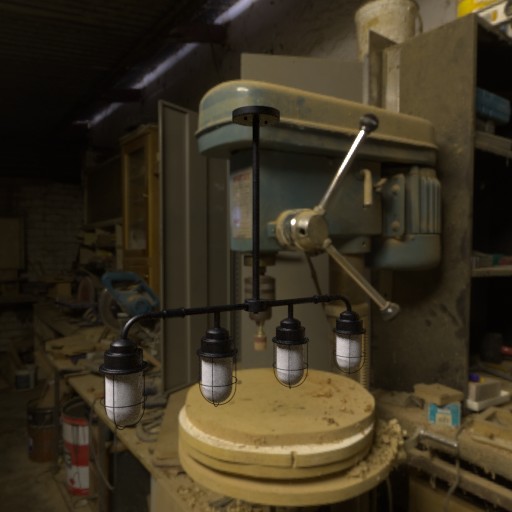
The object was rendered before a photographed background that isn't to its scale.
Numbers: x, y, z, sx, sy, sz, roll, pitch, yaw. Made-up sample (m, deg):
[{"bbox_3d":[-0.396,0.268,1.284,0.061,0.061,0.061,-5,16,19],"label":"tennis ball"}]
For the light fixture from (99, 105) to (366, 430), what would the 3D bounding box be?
[{"bbox_3d":[0.000,0.000,1.227,0.852,0.785,0.131,-1,2,-35],"label":"light fixture"}]
